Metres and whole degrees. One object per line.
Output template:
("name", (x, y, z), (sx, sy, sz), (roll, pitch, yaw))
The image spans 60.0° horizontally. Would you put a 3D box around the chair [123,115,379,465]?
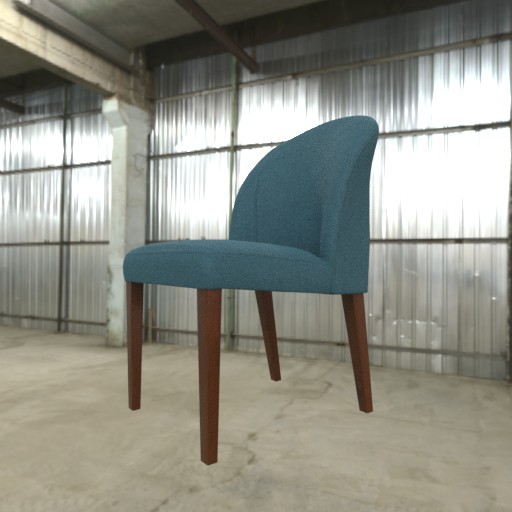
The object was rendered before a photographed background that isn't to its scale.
("chair", (0.000, 0.000, 1.264), (0.620, 0.879, 0.507), (0, -1, -37))
